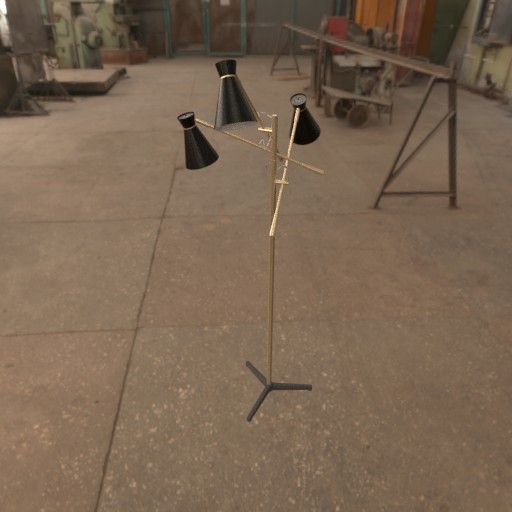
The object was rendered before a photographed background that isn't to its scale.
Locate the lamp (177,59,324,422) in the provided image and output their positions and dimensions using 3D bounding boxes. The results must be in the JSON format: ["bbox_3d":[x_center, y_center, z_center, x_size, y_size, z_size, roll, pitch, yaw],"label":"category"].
[{"bbox_3d":[0.000,0.000,2.146,0.653,1.804,0.750,-1,30,-2],"label":"lamp"}]
